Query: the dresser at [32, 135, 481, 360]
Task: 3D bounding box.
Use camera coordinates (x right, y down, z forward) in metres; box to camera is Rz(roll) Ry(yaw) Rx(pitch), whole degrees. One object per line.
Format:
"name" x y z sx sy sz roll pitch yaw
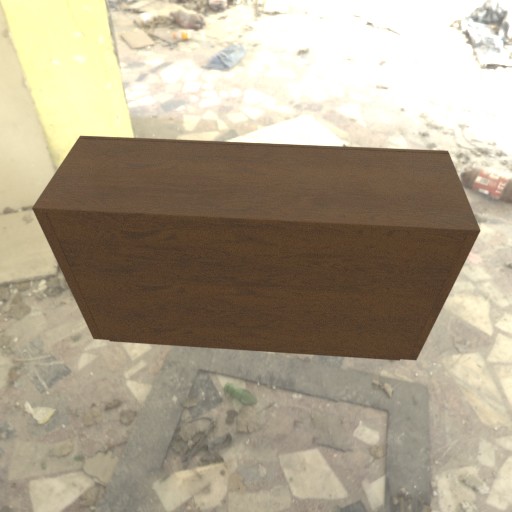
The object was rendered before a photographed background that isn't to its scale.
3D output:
"dresser" 0.000 0.000 1.995 1.523 0.889 0.512 3 46 3
